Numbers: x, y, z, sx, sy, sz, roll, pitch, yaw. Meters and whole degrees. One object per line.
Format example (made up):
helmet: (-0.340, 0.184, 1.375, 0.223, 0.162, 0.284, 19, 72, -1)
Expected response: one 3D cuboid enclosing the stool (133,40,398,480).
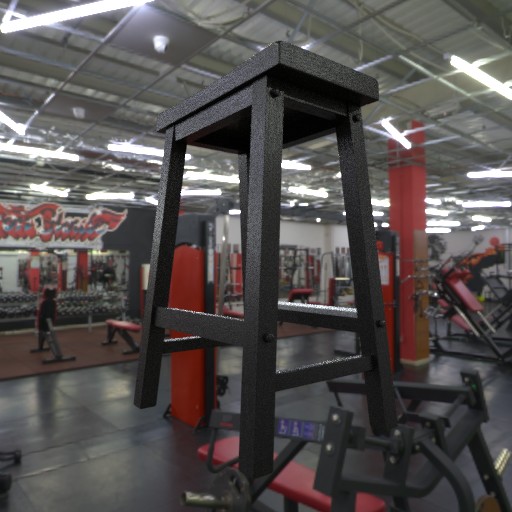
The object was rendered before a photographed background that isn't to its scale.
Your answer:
stool: (0.000, 0.000, 0.854, 0.322, 0.610, 0.406, 1, -2, -38)
